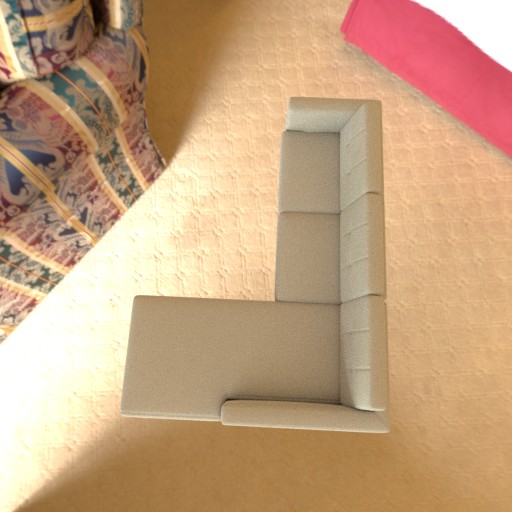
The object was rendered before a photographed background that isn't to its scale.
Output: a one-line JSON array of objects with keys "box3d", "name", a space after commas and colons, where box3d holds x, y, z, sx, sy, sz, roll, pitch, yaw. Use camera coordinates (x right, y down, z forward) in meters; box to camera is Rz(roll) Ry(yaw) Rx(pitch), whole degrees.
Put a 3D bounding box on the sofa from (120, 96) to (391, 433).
[{"box3d": [0.000, 0.000, 2.872, 1.530, 0.860, 2.040, 3, 75, 1], "name": "sofa"}]
